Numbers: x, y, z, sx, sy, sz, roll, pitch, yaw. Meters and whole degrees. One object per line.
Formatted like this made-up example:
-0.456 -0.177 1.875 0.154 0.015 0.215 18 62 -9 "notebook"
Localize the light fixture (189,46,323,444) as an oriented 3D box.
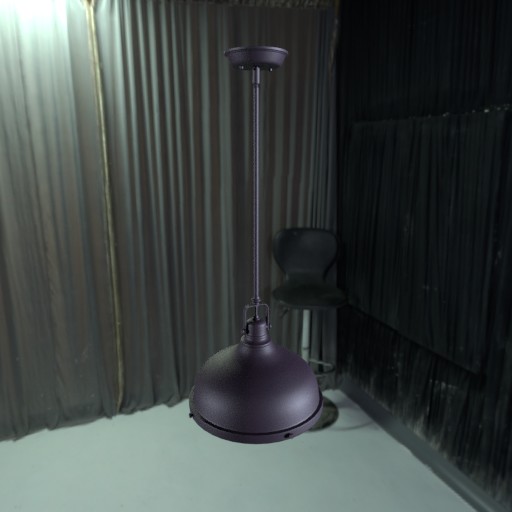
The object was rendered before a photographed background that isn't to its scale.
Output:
0.000 0.000 1.002 0.341 0.849 0.341 -7 16 -26 "light fixture"
